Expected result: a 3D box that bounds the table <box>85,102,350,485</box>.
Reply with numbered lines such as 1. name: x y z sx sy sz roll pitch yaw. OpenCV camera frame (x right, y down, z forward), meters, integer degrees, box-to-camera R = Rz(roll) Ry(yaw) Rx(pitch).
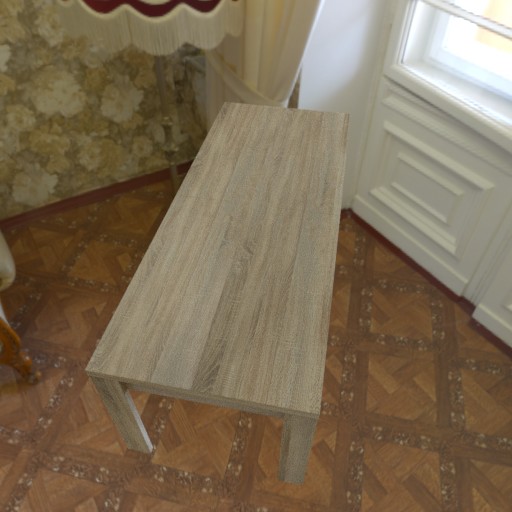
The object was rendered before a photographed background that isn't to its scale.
1. table: 0.000 0.000 2.671 0.900 0.790 2.200 8 46 8
